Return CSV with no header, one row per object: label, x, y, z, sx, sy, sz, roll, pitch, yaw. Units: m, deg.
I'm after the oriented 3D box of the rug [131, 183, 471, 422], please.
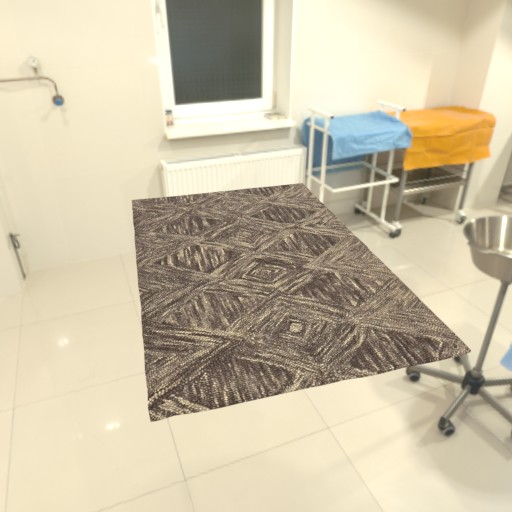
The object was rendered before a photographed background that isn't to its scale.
rug,0.000,0.000,2.269,1.186,0.012,1.814,-8,31,-13
